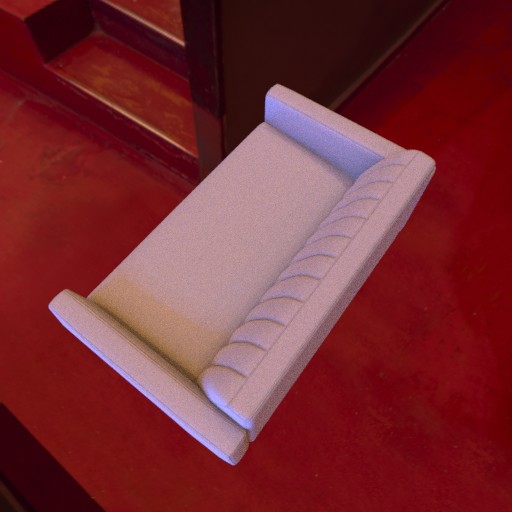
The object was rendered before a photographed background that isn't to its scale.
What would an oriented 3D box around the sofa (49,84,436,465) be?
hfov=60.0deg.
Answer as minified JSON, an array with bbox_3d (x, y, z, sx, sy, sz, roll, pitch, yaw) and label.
[{"bbox_3d":[0.000,0.000,2.125,0.950,0.801,1.585,34,67,16],"label":"sofa"}]
